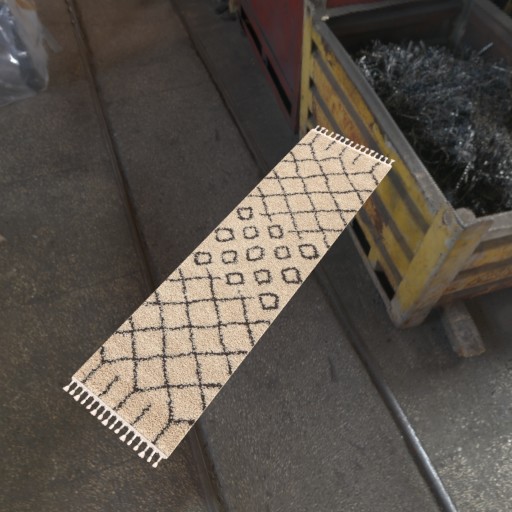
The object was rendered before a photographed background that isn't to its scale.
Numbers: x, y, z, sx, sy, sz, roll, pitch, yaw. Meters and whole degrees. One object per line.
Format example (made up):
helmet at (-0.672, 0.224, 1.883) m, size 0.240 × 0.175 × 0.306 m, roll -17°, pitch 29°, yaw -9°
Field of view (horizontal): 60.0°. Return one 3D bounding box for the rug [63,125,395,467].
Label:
rug at (0.000, 0.000, 2.696) m, size 0.660 × 0.005 × 2.464 m, roll 31°, pitch 62°, yaw 19°
